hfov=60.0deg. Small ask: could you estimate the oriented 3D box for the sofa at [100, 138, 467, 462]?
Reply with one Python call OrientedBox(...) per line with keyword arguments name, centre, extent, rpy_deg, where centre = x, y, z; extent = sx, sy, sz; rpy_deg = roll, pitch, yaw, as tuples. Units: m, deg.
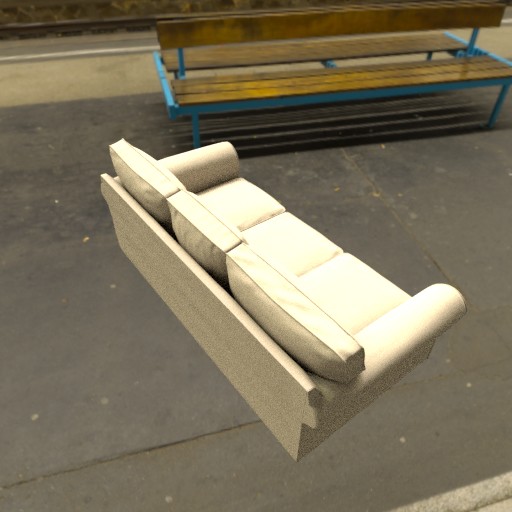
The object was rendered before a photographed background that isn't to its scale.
OrientedBox(name="sofa", centre=(0.000, 0.000, 2.610), extent=(0.998, 0.889, 2.118), rpy_deg=(-26, 47, -27))
